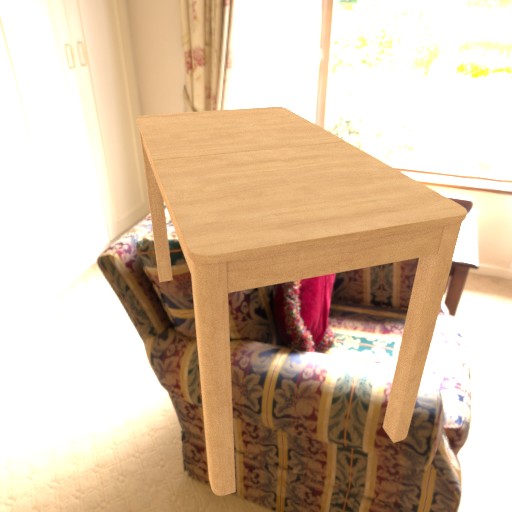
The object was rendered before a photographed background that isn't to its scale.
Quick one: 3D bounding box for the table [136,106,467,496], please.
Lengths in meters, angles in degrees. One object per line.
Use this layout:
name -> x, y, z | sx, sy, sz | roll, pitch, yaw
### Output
table -> 0.000, 0.000, 1.859 | 0.750, 0.900, 1.400 | -9, 32, -16
